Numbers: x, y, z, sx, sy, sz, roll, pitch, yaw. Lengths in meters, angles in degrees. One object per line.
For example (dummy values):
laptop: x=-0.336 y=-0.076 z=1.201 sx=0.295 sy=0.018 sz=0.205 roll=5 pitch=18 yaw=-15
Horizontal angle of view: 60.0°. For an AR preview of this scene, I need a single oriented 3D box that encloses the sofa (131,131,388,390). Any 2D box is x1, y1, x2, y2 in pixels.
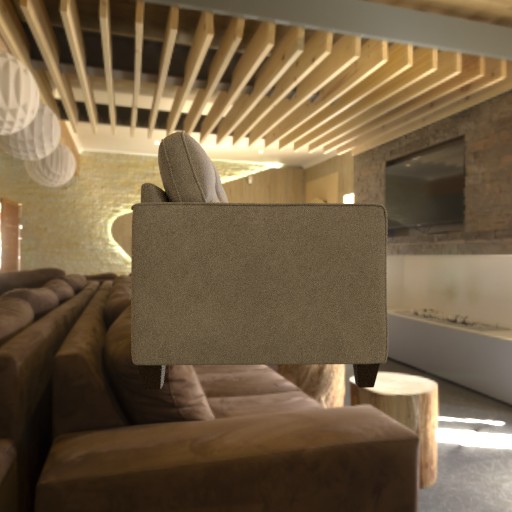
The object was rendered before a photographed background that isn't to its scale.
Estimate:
sofa: x=0.000 y=0.000 z=2.617 sx=0.939 sy=0.965 sz=2.133 roll=0 pitch=0 yaw=-1
